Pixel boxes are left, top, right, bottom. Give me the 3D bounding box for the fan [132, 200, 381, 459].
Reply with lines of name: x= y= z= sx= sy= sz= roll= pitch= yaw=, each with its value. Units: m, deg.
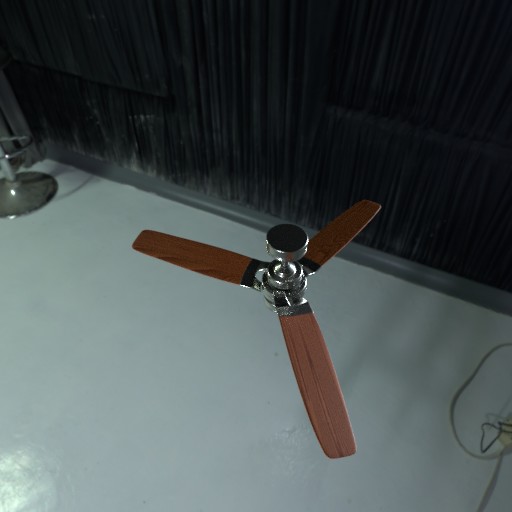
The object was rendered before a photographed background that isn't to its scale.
fan: x=0.000 y=0.000 z=2.031 sx=1.271 sy=0.410 sz=1.416 roll=16 pitch=48 yaw=15
